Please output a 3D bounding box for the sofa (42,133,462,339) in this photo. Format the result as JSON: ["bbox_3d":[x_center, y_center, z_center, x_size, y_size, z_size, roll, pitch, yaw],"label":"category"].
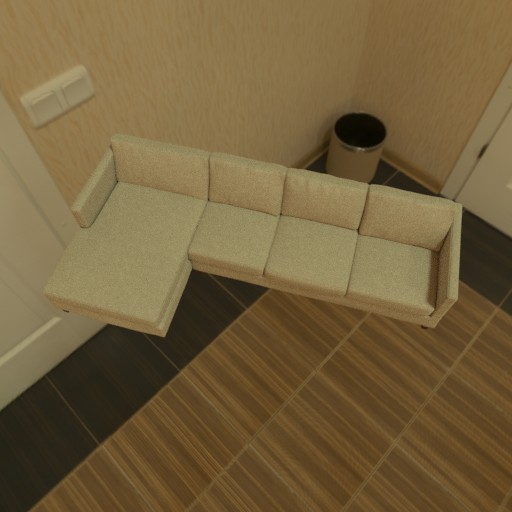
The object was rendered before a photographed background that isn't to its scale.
[{"bbox_3d":[0.000,0.000,3.756,3.186,0.846,1.625,13,60,8],"label":"sofa"}]
